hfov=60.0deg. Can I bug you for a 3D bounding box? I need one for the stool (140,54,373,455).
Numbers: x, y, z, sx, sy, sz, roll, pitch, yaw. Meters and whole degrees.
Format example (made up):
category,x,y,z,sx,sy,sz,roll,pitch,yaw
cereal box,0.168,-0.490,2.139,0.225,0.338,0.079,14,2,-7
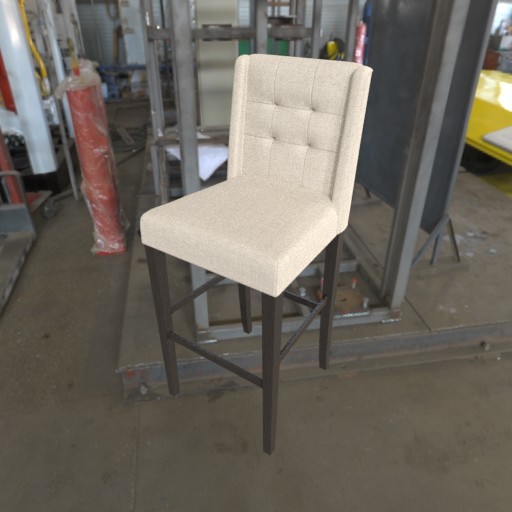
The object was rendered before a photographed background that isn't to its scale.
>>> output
category,x,y,z,sx,sy,sz,roll,pitch,yaw
stool,0.000,0.000,1.416,0.474,1.116,0.509,20,37,29
